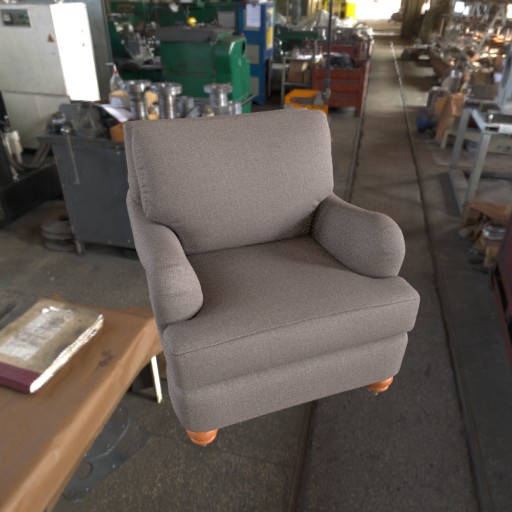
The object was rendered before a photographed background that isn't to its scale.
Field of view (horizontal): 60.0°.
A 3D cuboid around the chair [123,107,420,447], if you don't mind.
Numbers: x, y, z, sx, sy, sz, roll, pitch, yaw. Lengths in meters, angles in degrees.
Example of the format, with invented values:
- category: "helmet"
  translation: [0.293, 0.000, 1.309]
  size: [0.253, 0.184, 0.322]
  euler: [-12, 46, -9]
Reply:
- category: "chair"
  translation: [0.000, 0.000, 1.866]
  size: [0.955, 1.038, 1.070]
  euler: [-10, 32, -17]
